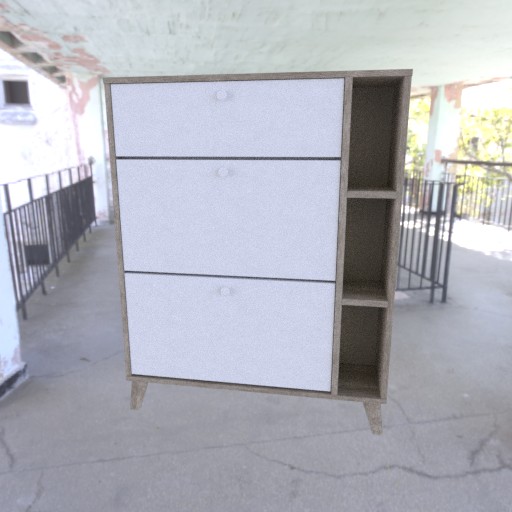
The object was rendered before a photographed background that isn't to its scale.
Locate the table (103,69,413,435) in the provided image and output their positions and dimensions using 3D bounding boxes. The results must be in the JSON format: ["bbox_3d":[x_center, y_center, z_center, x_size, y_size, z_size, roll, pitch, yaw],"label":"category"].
[{"bbox_3d":[0.000,0.000,1.522,0.902,1.135,0.256,2,14,9],"label":"table"}]
